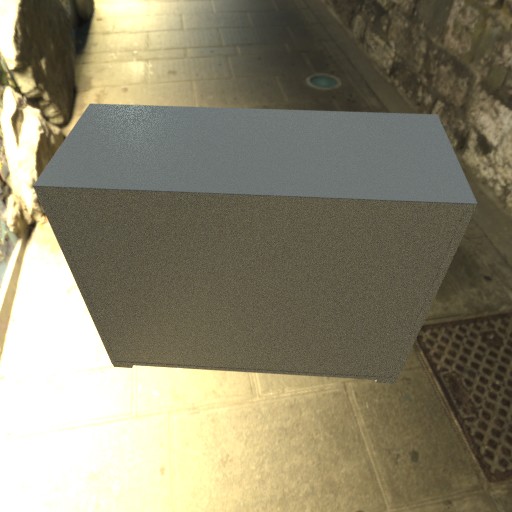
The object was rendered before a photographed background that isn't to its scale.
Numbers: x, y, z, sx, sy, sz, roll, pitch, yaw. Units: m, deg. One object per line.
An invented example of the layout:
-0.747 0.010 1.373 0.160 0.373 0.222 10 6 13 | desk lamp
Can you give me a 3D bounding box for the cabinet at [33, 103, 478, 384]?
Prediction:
0.000 0.000 1.418 1.000 0.800 0.400 3 46 3 | cabinet
